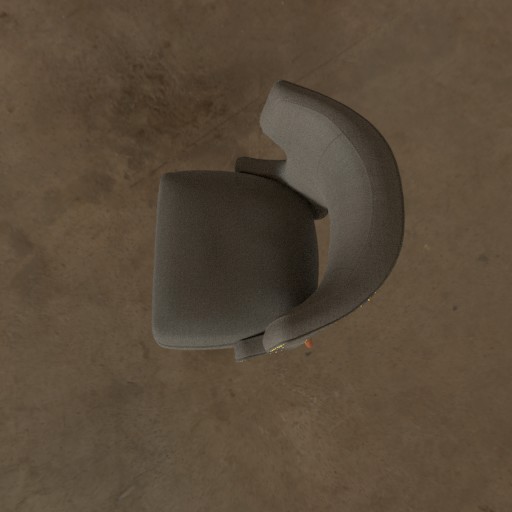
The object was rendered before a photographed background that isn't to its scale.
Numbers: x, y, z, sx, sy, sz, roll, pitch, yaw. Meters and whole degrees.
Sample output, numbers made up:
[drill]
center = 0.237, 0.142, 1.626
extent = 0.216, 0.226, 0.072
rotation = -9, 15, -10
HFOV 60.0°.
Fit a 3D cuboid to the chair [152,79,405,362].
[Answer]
[chair]
center = 0.000, 0.000, 1.273
extent = 0.581, 0.863, 0.595
rotation = -1, 75, 0
